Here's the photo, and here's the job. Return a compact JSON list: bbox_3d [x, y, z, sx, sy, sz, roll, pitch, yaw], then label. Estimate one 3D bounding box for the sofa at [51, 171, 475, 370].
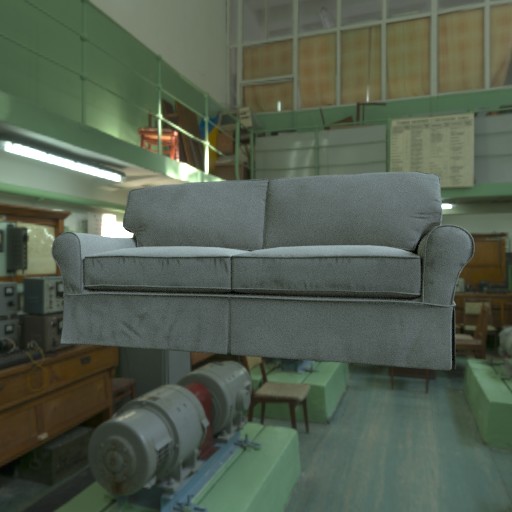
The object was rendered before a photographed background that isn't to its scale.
[{"bbox_3d":[0.000,0.000,2.645,2.246,1.014,0.900,0,0,17],"label":"sofa"}]
